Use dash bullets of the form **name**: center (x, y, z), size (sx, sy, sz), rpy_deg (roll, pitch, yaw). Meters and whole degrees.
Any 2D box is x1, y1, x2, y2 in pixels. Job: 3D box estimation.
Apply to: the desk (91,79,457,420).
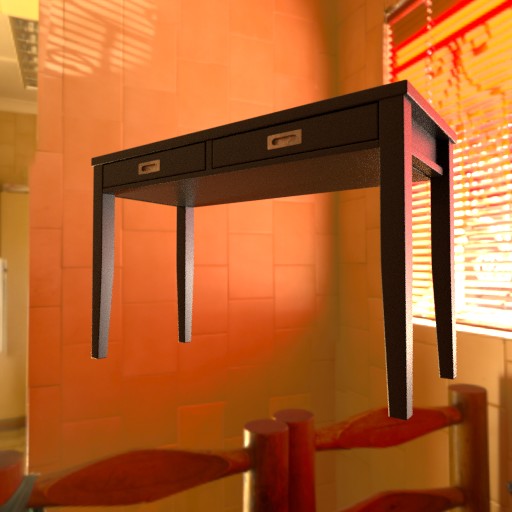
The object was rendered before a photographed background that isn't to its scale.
- **desk**: center (0.000, 0.000, 1.560), size (1.220, 0.775, 0.508), rpy_deg (-1, -2, 36)
